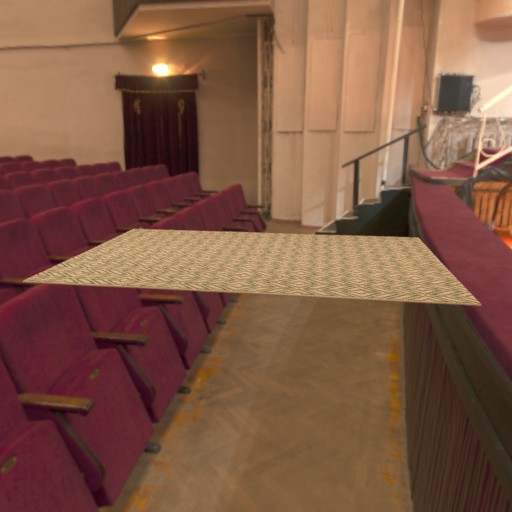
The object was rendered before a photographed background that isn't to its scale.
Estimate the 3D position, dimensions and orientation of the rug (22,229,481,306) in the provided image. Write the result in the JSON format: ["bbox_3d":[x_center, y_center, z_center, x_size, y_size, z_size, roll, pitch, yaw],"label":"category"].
[{"bbox_3d":[0.000,0.000,3.041,2.435,0.011,1.517,2,15,8],"label":"rug"}]
